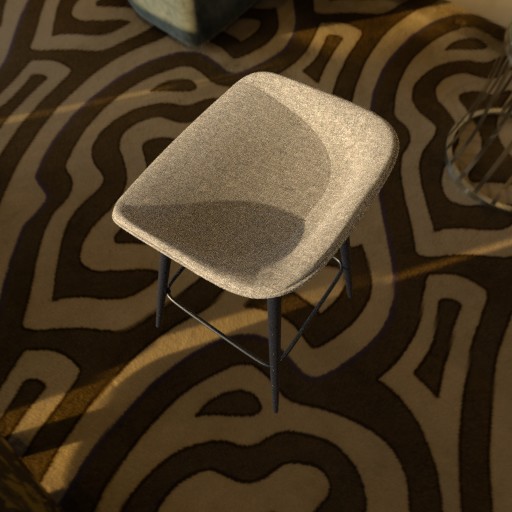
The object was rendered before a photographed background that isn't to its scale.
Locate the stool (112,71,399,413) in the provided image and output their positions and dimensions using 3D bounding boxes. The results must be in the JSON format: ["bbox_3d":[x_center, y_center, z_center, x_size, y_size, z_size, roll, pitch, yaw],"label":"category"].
[{"bbox_3d":[0.000,0.000,1.116,0.480,0.814,0.469,32,68,15],"label":"stool"}]
